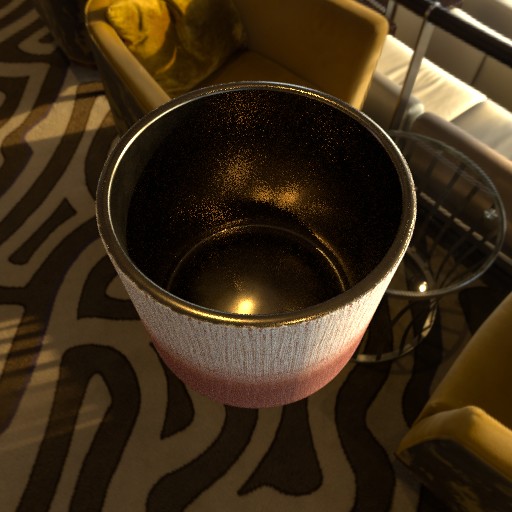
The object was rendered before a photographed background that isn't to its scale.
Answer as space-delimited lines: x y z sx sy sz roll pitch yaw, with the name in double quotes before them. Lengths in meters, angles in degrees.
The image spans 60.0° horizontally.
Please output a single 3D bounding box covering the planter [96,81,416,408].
"planter" 0.000 0.000 0.310 0.178 0.157 0.178 0 58 0
